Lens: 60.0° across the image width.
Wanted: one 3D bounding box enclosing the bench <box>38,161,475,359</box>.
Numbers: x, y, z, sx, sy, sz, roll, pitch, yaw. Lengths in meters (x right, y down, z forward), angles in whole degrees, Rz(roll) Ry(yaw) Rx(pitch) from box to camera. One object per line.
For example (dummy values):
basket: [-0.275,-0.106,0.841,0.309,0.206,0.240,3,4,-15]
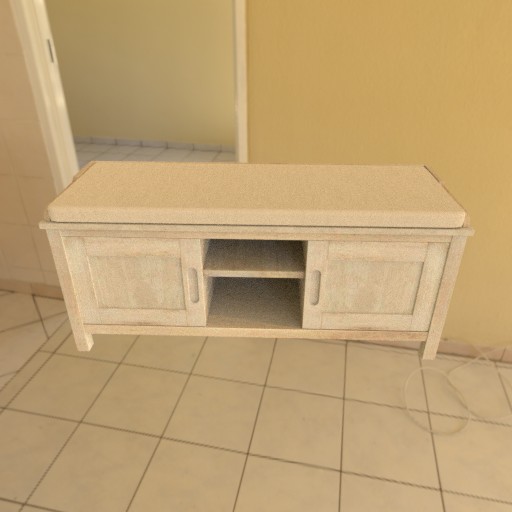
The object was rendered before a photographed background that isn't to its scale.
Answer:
bench: [0.000,0.000,1.430,1.140,0.501,0.398,1,30,2]
